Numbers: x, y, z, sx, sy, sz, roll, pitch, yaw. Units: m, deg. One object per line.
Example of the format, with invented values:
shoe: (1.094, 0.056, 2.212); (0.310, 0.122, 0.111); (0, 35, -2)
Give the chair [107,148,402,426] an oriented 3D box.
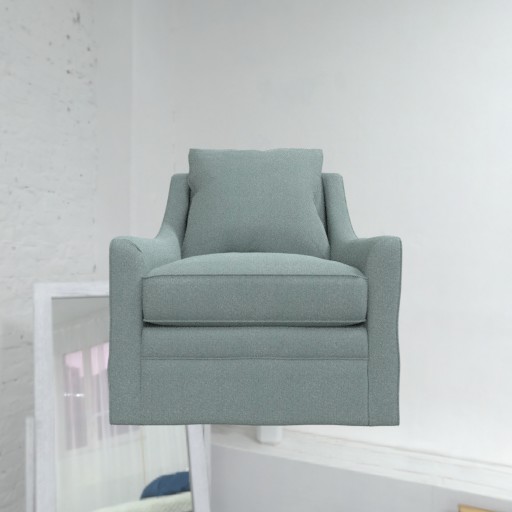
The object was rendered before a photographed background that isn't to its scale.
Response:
chair: (0.000, 0.000, 1.565); (0.760, 0.926, 0.870); (0, 0, 1)
